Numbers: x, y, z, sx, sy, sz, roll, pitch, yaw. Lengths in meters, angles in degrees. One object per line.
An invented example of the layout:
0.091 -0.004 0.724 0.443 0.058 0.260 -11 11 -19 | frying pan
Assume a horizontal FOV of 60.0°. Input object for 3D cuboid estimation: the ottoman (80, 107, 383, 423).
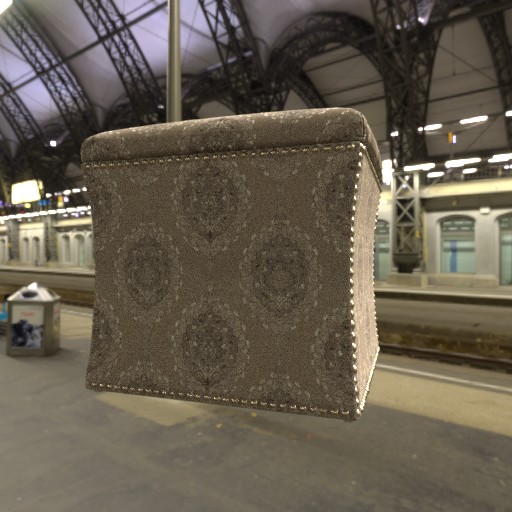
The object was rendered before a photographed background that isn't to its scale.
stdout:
0.000 0.000 0.914 0.497 0.473 0.507 0 0 19 | ottoman
